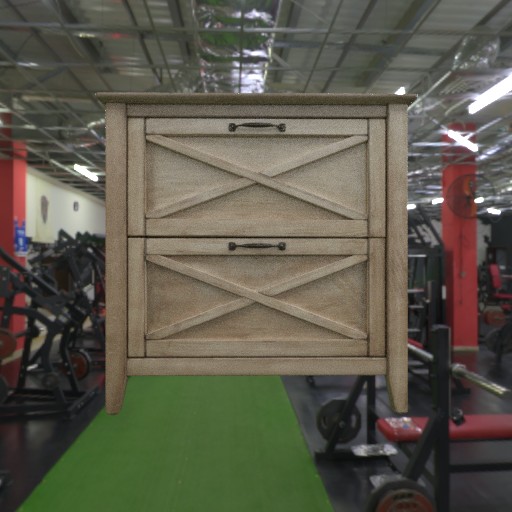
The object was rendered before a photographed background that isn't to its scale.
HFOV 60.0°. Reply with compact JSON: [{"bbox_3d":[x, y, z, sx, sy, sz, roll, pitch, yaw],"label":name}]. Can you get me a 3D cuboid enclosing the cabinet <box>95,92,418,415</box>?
[{"bbox_3d":[0.000,0.000,1.286,0.763,0.762,0.503,0,0,-1],"label":"cabinet"}]
